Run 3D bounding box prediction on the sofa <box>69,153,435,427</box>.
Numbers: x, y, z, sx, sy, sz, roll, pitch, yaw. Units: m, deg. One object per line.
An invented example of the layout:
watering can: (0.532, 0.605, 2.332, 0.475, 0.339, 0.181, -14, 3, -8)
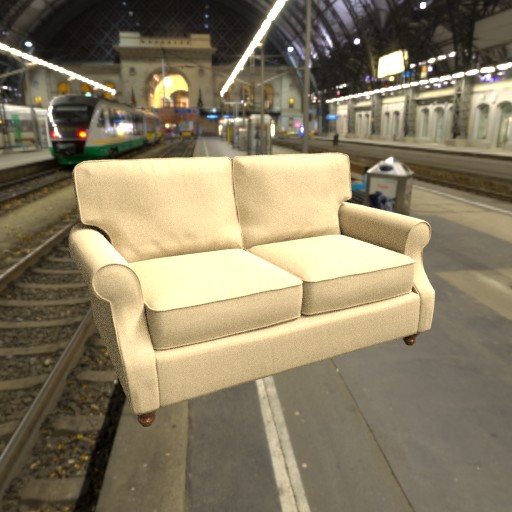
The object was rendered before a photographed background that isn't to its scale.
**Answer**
sofa: (0.000, 0.000, 2.188, 1.665, 0.937, 0.964, -8, 18, -27)
